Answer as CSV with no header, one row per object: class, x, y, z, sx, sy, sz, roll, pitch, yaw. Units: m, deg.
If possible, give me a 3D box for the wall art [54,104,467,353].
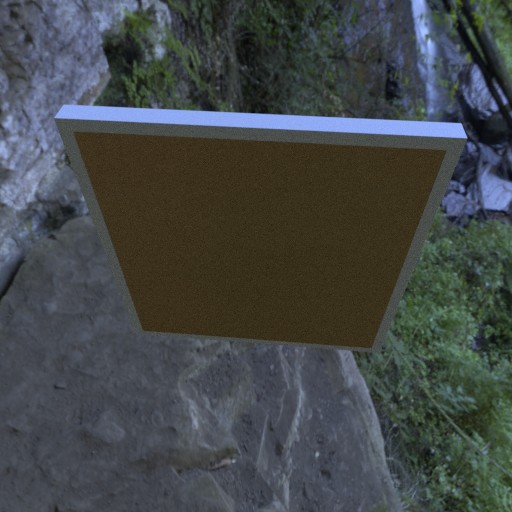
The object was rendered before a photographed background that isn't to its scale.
wall art,0.000,0.000,0.449,0.307,0.307,0.020,4,48,3
